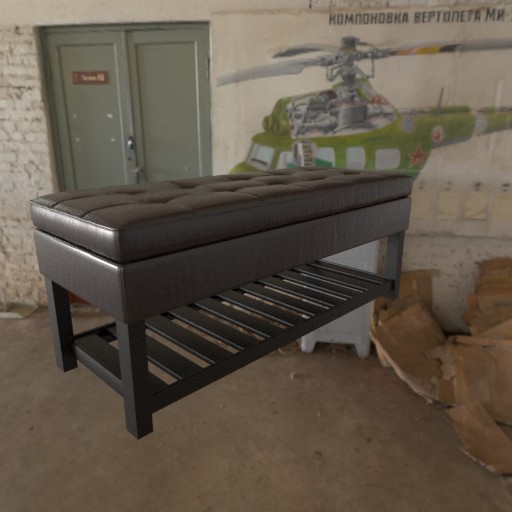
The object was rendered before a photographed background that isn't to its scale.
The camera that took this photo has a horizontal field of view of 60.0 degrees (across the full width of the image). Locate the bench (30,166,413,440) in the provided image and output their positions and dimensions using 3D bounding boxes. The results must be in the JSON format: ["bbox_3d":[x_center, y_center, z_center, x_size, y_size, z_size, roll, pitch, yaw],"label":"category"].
[{"bbox_3d":[0.000,0.000,1.327,0.432,0.460,1.105,16,23,43],"label":"bench"}]
